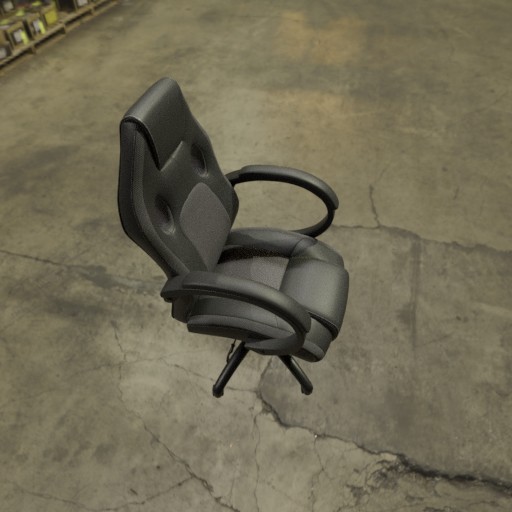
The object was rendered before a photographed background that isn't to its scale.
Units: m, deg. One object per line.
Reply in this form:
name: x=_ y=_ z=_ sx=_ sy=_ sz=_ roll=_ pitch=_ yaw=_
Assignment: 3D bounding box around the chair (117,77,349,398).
chair: x=0.000 y=0.000 z=1.653 sx=0.724 sy=1.187 sz=0.673 roll=11 pitch=47 yaw=11
